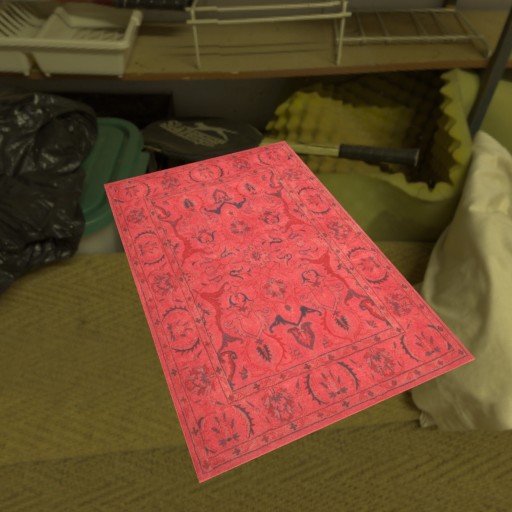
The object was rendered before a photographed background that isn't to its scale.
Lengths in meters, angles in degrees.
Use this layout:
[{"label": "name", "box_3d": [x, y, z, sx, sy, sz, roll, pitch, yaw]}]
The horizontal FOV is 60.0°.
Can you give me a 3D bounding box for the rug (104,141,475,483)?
[{"label": "rug", "box_3d": [0.000, 0.000, 2.257, 1.209, 0.008, 1.814, -17, 49, -16]}]
